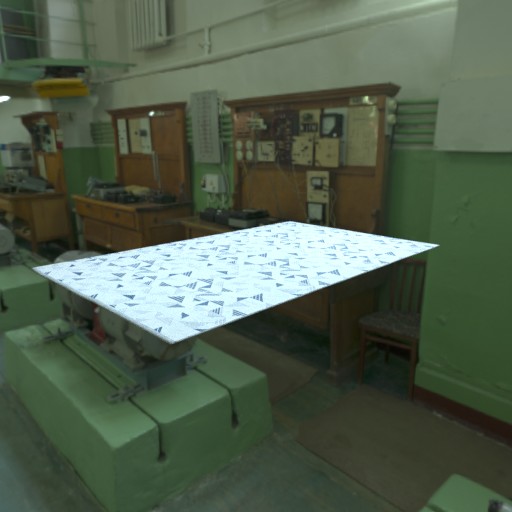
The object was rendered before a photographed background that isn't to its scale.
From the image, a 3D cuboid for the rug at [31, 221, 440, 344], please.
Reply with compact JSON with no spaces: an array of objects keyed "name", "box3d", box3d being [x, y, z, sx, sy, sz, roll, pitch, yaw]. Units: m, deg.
[{"name":"rug","box3d":[0.000,0.000,3.064,2.457,0.009,1.512,-14,20,-43]}]
